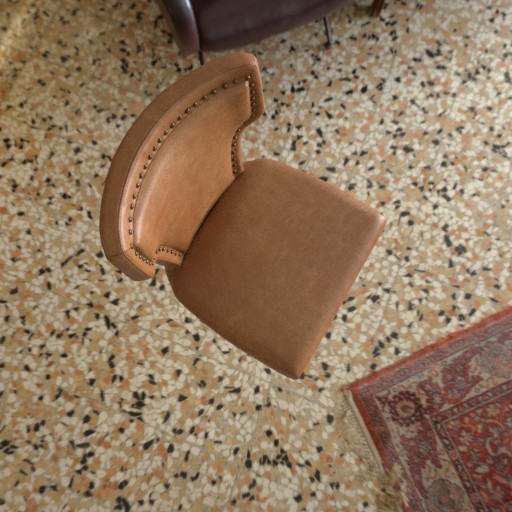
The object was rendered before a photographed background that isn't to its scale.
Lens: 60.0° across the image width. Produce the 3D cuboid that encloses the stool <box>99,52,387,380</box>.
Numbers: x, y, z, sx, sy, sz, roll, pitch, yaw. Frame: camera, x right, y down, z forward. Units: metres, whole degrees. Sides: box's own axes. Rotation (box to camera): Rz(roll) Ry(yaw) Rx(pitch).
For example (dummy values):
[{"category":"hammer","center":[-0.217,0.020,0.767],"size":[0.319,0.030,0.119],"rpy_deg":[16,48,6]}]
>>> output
[{"category":"stool","center":[0.000,0.000,1.352],"size":[0.563,1.092,0.526],"rpy_deg":[31,79,7]}]
